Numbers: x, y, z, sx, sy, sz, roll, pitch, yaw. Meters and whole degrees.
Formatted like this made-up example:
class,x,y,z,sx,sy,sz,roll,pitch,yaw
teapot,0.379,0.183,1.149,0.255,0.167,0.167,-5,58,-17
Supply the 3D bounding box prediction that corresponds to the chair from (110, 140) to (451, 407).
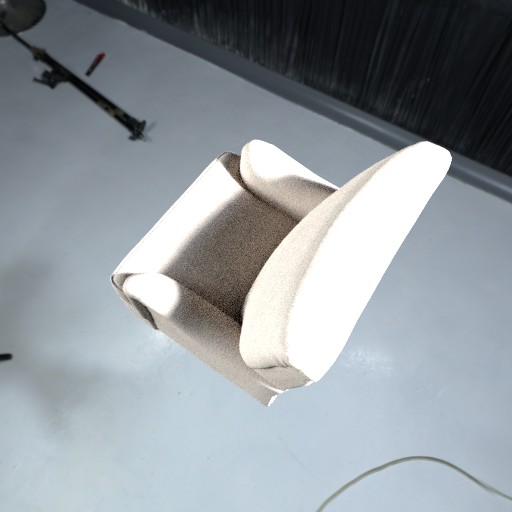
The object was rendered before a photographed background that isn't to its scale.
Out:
class,x,y,z,sx,sy,sz,roll,pitch,yaw
chair,0.000,0.000,1.818,0.953,1.119,0.879,31,67,15
